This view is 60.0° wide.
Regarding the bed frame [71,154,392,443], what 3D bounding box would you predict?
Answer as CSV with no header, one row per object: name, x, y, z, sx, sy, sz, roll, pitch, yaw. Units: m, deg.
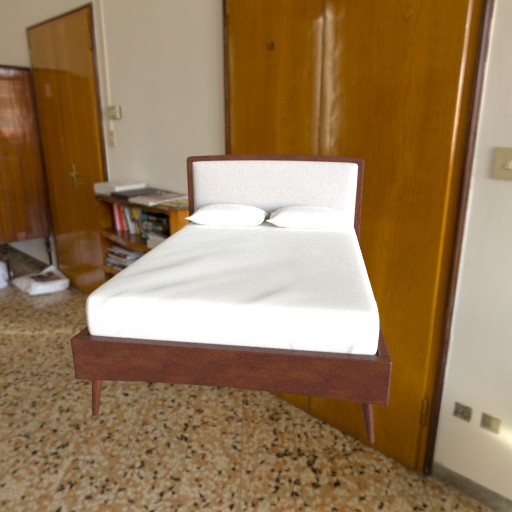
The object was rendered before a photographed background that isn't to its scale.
bed frame,0.000,0.000,3.133,1.587,1.279,2.171,2,16,8
